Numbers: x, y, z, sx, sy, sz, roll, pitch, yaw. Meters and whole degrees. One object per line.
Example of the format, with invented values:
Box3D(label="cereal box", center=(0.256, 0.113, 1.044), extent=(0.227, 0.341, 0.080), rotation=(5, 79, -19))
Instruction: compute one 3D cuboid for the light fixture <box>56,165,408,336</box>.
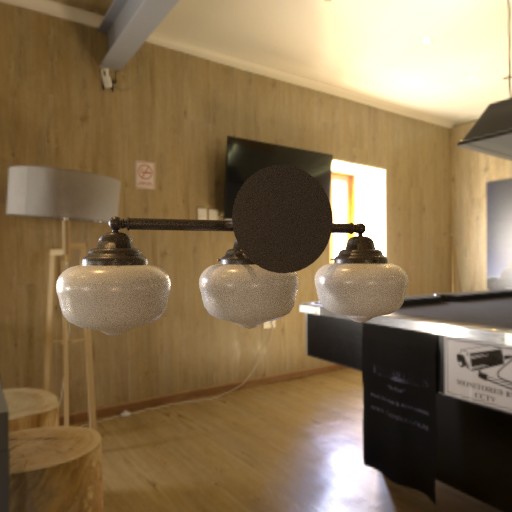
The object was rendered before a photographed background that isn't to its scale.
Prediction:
Box3D(label="light fixture", center=(0.000, 0.000, 0.701), extent=(0.587, 0.242, 0.239), rotation=(0, 0, -18))
